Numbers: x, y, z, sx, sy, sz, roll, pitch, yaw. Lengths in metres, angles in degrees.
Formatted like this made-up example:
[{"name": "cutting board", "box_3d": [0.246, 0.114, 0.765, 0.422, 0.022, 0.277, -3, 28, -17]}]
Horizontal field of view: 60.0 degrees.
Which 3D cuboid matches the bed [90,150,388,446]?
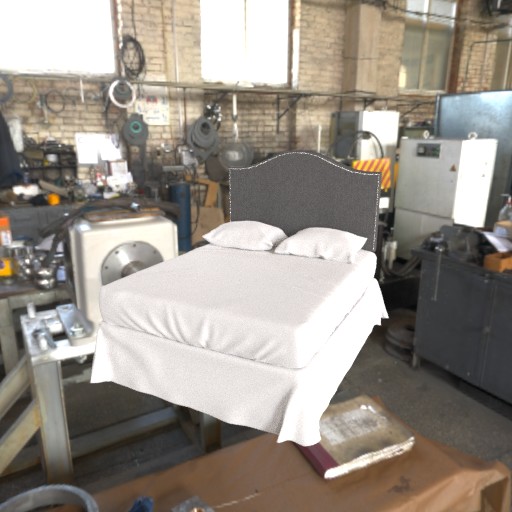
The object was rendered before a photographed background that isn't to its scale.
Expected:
[{"name": "bed", "box_3d": [0.000, 0.000, 3.673, 1.876, 1.645, 2.221, 8, 17, 26]}]
